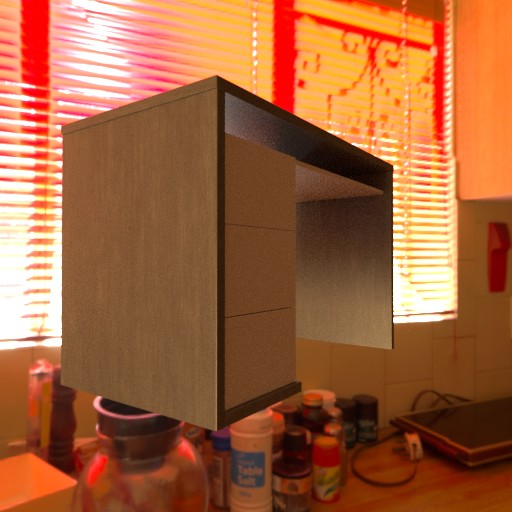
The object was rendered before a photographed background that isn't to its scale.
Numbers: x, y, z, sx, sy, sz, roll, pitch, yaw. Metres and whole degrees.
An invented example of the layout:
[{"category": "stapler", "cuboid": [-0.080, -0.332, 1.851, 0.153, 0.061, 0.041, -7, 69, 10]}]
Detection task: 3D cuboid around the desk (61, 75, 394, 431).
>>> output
[{"category": "desk", "cuboid": [0.000, 0.000, 1.548, 0.600, 0.750, 1.100, 0, -1, 36]}]
